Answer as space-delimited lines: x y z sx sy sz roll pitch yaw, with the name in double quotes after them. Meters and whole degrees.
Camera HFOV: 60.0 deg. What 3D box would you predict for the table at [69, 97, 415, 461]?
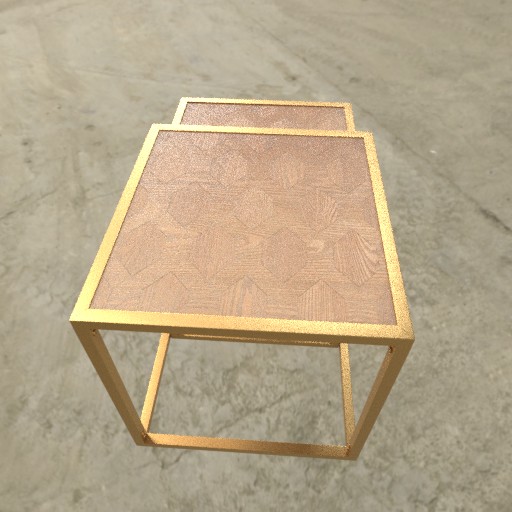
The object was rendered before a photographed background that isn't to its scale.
0.000 0.000 1.082 0.505 0.505 0.762 3 47 2 "table"
